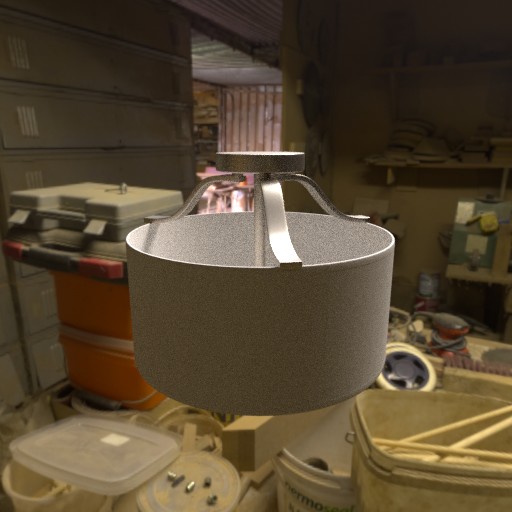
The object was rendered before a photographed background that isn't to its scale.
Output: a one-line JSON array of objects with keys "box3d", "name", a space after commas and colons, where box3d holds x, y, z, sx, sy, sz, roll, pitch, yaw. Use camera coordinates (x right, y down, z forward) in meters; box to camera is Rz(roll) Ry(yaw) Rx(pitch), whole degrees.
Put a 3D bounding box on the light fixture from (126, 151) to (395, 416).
[{"box3d": [0.000, 0.000, 0.668, 0.395, 0.304, 0.395, 0, 15, 0], "name": "light fixture"}]
